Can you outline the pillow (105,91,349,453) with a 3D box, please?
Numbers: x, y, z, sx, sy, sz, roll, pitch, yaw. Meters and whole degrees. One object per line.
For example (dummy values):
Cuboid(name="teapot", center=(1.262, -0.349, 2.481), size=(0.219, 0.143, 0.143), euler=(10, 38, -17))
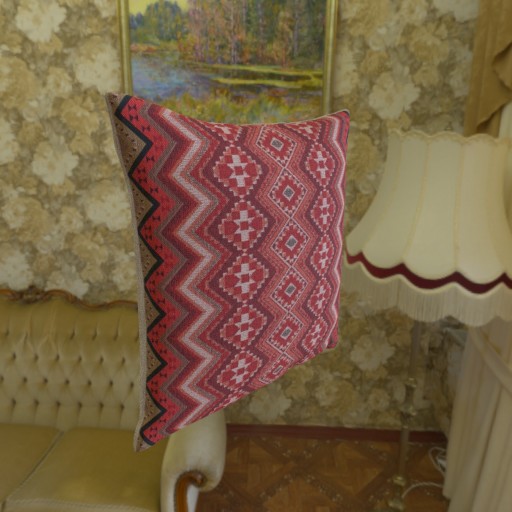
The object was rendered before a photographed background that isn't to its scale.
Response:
Cuboid(name="pillow", center=(0.000, 0.000, 0.772), size=(0.158, 0.511, 0.513), euler=(14, 20, 43))
